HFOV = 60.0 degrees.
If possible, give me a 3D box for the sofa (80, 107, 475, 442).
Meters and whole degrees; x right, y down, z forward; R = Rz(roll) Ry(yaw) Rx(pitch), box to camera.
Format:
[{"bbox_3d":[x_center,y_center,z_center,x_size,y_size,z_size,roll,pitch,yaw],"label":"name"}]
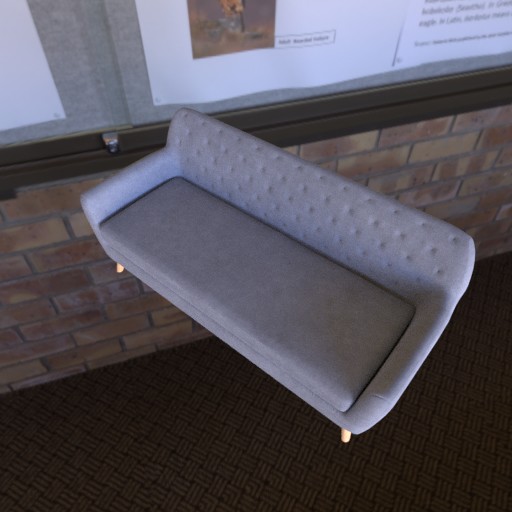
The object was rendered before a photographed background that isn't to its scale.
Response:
[{"bbox_3d":[0.000,0.000,2.399,1.970,0.830,0.830,31,54,26],"label":"sofa"}]
